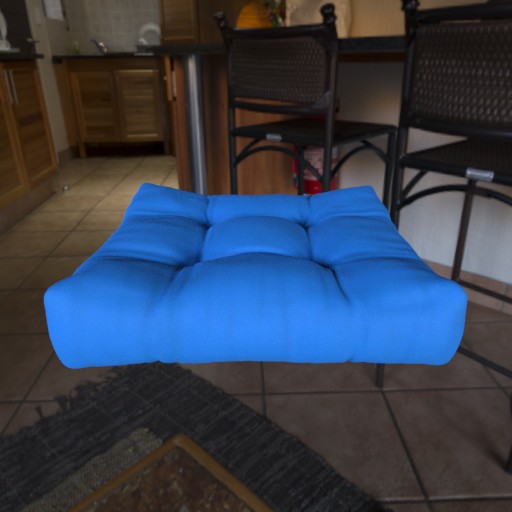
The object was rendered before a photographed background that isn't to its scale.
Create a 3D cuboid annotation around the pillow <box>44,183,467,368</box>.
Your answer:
[{"bbox_3d":[0.000,0.000,0.712,0.490,0.128,0.468,0,25,0],"label":"pillow"}]
